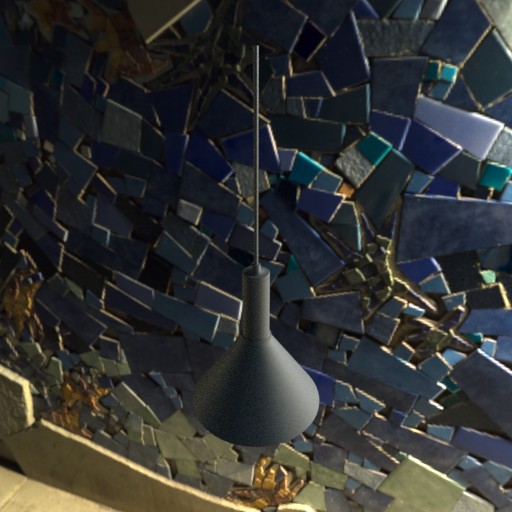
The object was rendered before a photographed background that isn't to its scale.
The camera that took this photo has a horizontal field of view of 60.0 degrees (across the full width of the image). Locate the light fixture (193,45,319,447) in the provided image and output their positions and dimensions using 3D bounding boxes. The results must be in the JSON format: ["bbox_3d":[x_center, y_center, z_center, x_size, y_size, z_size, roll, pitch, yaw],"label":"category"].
[{"bbox_3d":[0.000,0.000,0.796,0.267,0.683,0.267,17,31,31],"label":"light fixture"}]
